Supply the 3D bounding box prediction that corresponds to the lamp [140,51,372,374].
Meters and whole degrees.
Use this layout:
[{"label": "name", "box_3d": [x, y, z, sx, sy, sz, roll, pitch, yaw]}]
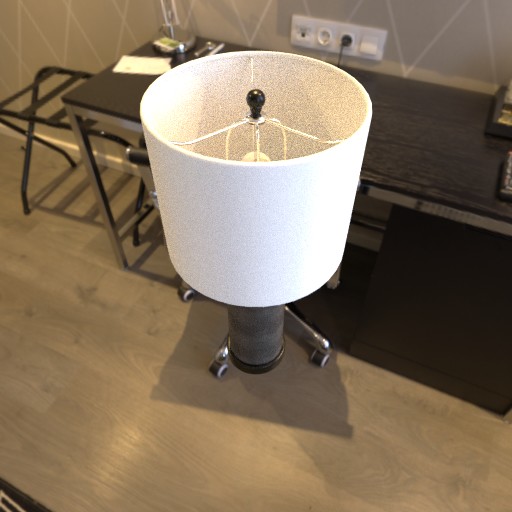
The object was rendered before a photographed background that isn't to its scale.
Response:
[{"label": "lamp", "box_3d": [0.000, 0.000, 0.812, 0.305, 0.634, 0.305, -3, 47, -3]}]
